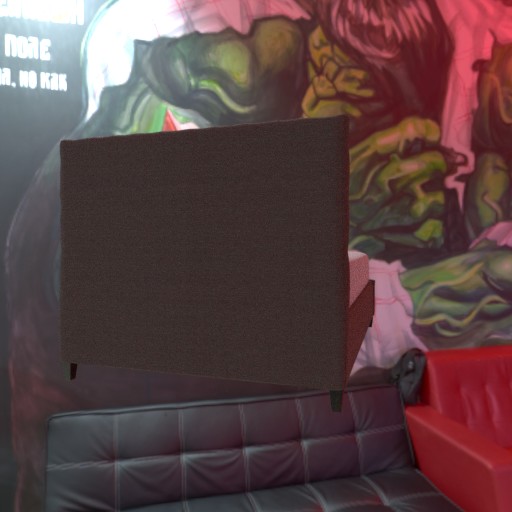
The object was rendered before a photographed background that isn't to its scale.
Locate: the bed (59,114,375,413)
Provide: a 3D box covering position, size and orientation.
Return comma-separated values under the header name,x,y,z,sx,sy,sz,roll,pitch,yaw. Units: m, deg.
name,x,y,z,sx,sy,sz,roll,pitch,yaw
bed,0.000,0.000,3.467,1.698,1.427,2.387,1,2,18
